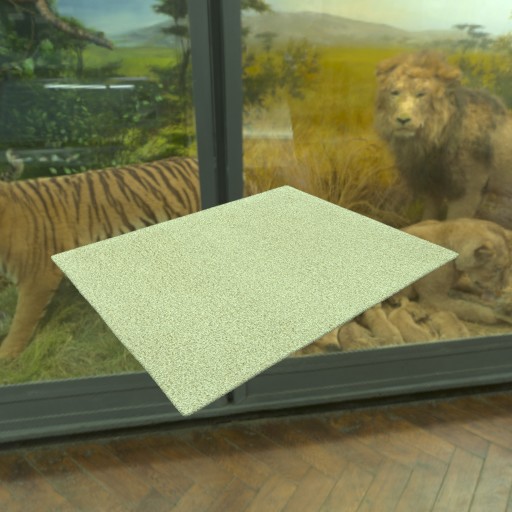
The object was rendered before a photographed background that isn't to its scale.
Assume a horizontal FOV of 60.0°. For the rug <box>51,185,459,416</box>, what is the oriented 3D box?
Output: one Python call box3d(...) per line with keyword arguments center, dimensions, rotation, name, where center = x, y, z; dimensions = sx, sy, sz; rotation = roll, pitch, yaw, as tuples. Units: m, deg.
box3d(center=(0.000, 0.000, 4.216), dimensions=(3.047, 0.029, 2.438), rotation=(-22, 36, -33), name="rug")
